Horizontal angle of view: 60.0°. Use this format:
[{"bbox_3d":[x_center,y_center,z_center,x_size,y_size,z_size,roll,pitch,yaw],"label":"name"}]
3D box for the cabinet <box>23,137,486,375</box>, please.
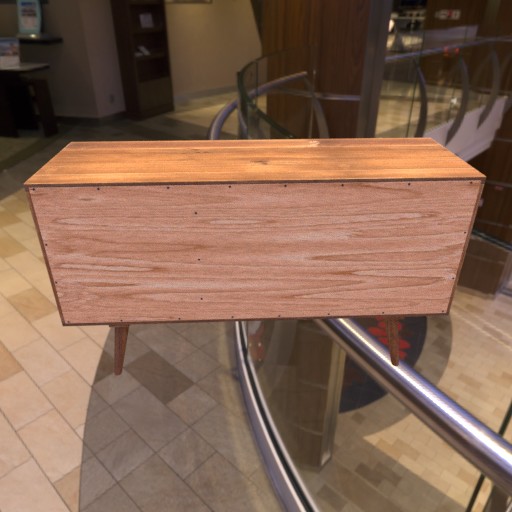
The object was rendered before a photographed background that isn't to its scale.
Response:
[{"bbox_3d":[0.000,0.000,1.741,1.400,0.800,0.472,-1,30,-2],"label":"cabinet"}]
